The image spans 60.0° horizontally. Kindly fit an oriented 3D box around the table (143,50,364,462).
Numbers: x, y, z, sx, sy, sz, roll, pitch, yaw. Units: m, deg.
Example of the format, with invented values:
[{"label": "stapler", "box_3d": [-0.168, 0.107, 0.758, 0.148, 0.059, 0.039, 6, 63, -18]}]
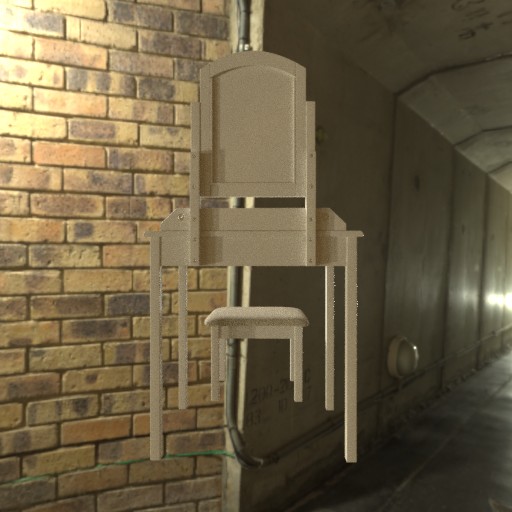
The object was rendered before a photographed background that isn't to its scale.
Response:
[{"label": "table", "box_3d": [0.000, 0.000, 2.337, 0.876, 1.631, 1.211, 0, 0, 1]}]
